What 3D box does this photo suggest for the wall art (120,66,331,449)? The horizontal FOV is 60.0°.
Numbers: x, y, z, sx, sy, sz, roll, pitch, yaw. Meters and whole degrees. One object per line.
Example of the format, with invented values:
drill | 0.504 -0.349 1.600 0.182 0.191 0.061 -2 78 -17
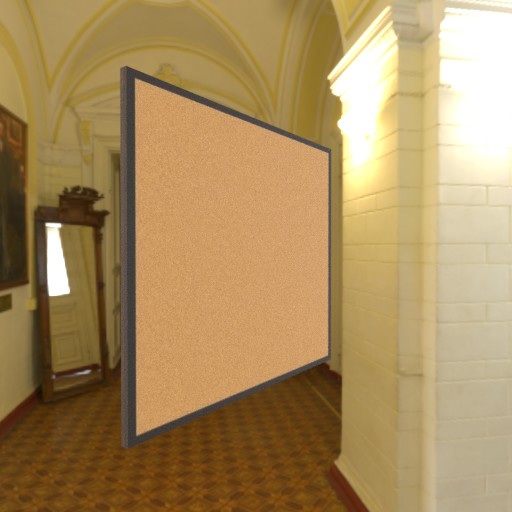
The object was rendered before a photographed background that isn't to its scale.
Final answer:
wall art | 0.000 0.000 1.436 0.023 0.875 1.033 1 1 36
